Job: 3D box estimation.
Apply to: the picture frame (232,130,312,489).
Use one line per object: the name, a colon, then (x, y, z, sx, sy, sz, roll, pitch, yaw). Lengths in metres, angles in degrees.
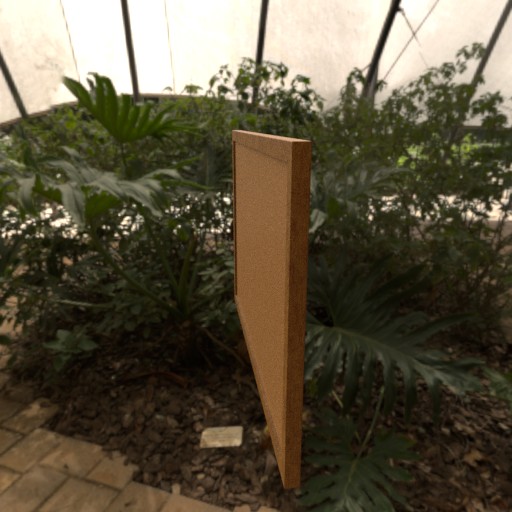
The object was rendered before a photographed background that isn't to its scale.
picture frame: (0.000, 0.000, 1.166, 0.029, 0.621, 0.922, -2, 17, -8)
